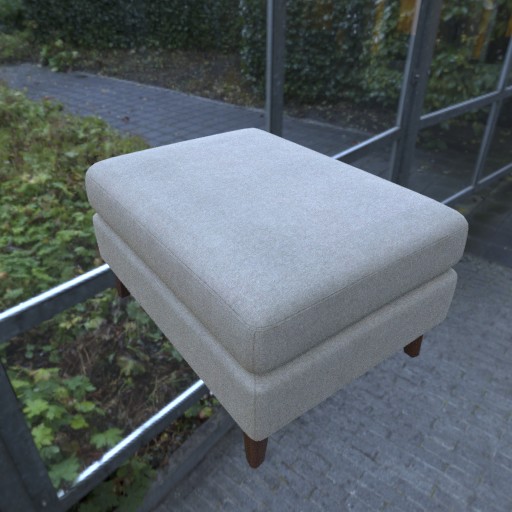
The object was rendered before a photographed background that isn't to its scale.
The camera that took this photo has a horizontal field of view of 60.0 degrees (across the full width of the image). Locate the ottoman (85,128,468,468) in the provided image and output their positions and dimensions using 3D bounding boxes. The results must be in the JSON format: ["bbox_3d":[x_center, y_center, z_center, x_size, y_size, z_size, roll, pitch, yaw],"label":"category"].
[{"bbox_3d":[0.000,0.000,1.196,0.610,0.478,0.823,-22,39,-30],"label":"ottoman"}]
